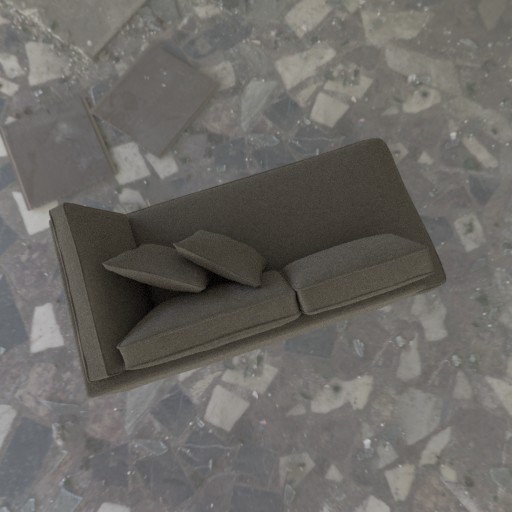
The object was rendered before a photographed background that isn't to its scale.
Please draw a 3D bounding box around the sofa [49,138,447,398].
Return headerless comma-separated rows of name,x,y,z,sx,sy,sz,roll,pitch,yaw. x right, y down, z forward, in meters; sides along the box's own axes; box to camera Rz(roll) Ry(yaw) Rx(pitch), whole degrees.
sofa,0.000,0.000,2.845,2.237,1.033,1.110,-17,77,-4
